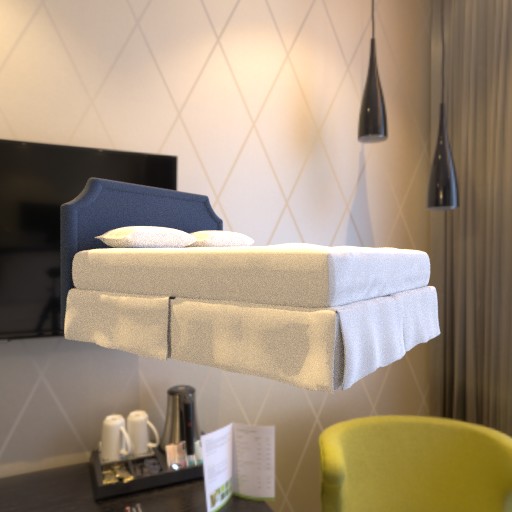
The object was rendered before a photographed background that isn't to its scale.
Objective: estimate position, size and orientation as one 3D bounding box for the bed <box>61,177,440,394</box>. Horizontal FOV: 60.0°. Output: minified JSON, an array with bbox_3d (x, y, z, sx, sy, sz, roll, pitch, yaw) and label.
[{"bbox_3d":[0.000,0.000,4.084,2.773,1.488,2.350,0,0,35],"label":"bed"}]
